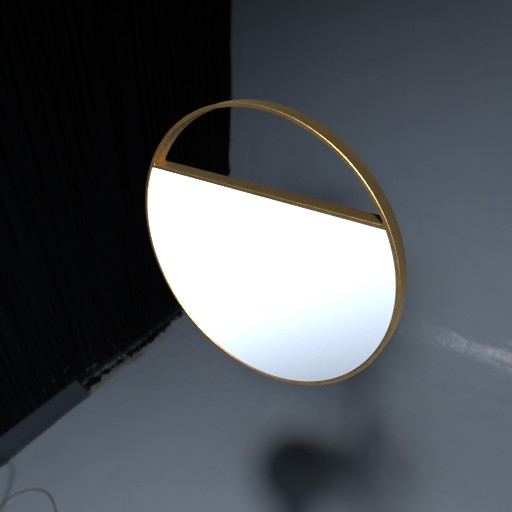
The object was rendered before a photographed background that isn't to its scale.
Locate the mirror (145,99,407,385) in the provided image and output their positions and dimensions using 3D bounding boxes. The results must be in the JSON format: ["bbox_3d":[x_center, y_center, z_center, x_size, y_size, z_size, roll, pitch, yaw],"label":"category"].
[{"bbox_3d":[0.000,0.000,0.845,0.565,0.565,0.032,19,35,30],"label":"mirror"}]
